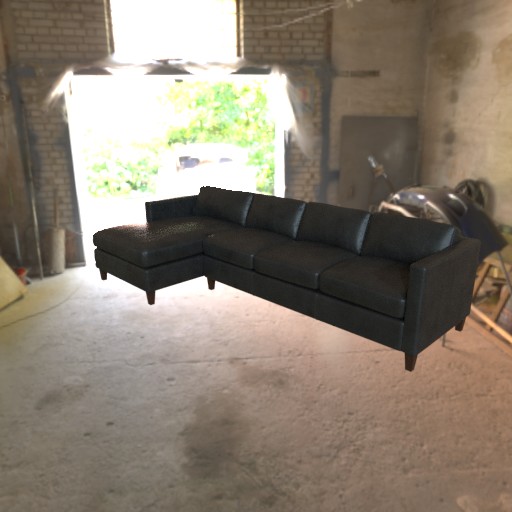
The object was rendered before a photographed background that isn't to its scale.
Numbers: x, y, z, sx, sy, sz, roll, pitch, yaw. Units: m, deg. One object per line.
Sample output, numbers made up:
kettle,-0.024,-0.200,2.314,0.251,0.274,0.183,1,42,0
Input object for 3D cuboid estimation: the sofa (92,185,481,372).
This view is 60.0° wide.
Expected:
sofa,0.000,0.000,3.949,1.581,0.883,3.203,-16,24,-42
